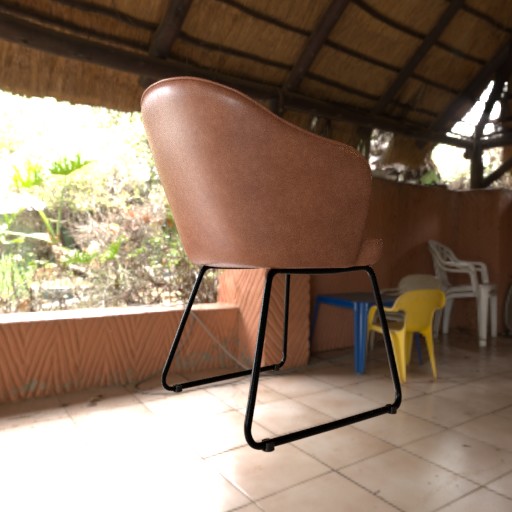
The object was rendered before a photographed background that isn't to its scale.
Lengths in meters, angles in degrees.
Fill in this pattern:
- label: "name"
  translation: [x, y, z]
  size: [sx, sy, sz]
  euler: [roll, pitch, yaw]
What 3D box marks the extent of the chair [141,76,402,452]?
- label: "chair"
  translation: [0.000, 0.000, 1.174]
  size: [0.580, 0.785, 0.582]
  euler: [0, 1, -35]
